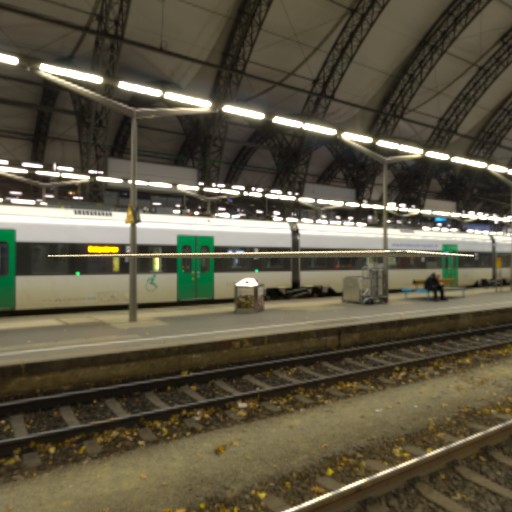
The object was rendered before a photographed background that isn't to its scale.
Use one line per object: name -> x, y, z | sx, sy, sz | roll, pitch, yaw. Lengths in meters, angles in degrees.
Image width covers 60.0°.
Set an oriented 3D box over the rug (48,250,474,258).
rug -> 0.000, 0.000, 2.987 | 2.438, 0.010, 1.524 | -1, -1, 35
